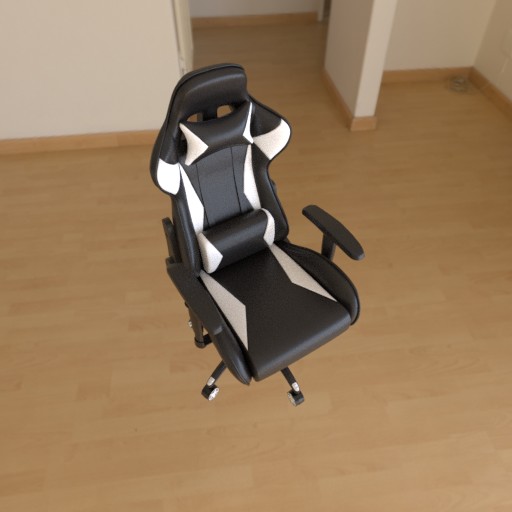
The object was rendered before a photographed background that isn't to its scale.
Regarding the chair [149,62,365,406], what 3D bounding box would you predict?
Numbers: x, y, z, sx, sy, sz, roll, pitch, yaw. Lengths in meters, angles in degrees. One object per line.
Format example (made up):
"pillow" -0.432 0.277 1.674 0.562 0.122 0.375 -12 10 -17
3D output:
"chair" 0.000 0.000 1.724 0.730 1.285 0.695 -25 51 -22
